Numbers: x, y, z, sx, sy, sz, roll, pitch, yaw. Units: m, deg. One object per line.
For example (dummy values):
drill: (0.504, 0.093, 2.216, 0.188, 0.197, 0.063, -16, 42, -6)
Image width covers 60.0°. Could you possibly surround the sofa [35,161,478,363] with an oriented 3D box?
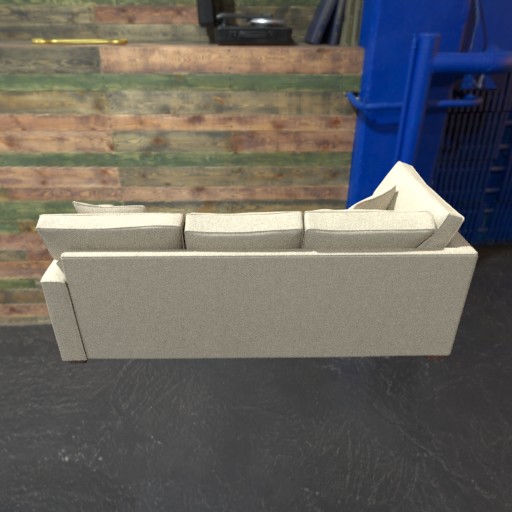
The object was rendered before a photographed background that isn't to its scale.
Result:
sofa: (0.000, 0.000, 2.877, 2.323, 0.948, 1.053, 0, 30, -1)
